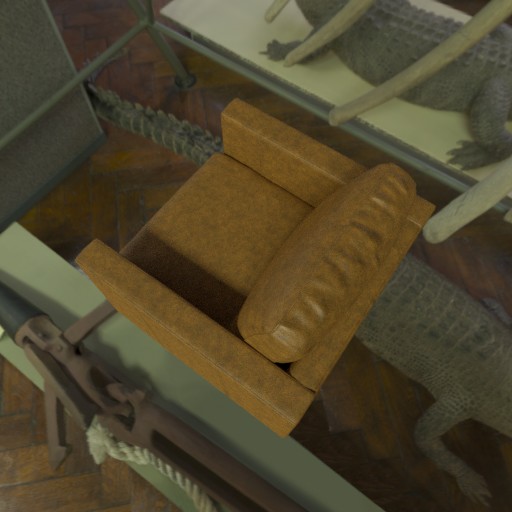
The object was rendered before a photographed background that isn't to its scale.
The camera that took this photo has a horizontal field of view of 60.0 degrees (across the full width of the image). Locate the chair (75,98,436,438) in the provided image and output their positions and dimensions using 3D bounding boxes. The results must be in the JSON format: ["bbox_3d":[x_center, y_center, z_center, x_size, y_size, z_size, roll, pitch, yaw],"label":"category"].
[{"bbox_3d":[0.000,0.000,1.680,0.909,0.956,0.890,33,68,15],"label":"chair"}]
